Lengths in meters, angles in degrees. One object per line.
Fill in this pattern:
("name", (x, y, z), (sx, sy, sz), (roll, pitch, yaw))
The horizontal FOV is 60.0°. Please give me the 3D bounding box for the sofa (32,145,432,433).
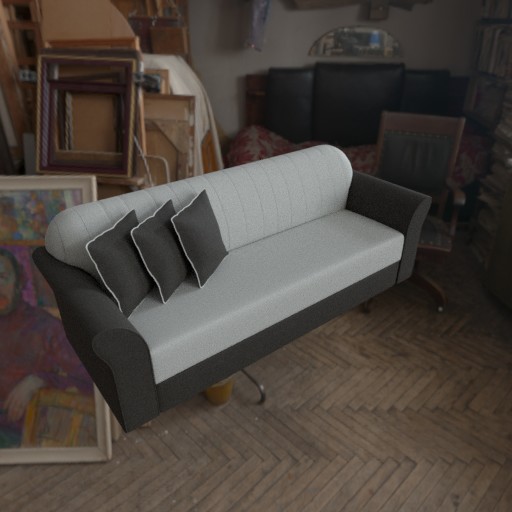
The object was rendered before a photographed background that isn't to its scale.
("sofa", (0.000, 0.000, 2.384), (2.001, 0.787, 0.755), (-21, 37, -32))
